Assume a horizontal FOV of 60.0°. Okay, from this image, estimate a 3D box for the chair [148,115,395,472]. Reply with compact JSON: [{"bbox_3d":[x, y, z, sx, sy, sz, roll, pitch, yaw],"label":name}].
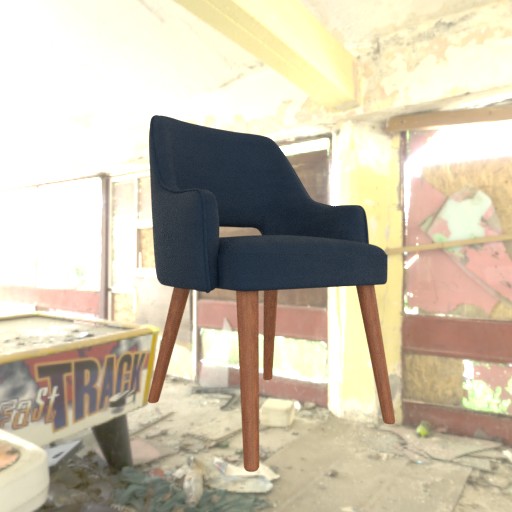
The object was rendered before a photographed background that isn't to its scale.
[{"bbox_3d":[0.000,0.000,1.228,0.559,0.844,0.591,0,-1,-36],"label":"chair"}]
